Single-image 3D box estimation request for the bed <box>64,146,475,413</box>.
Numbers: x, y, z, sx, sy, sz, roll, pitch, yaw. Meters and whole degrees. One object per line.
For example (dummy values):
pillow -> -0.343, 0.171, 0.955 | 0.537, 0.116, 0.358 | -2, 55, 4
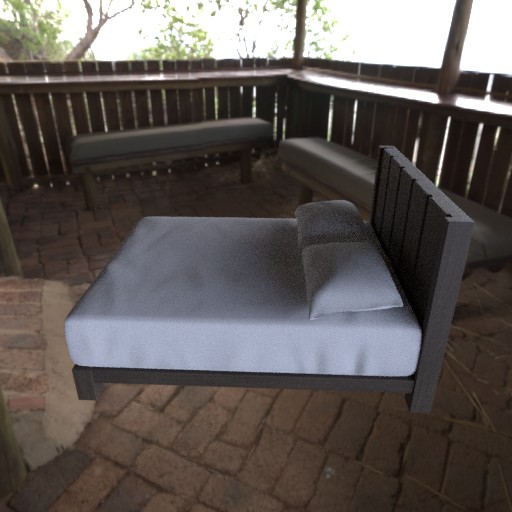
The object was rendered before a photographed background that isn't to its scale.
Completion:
bed -> 0.000, 0.000, 3.285 | 2.242, 1.270, 1.727 | 1, 26, 2
